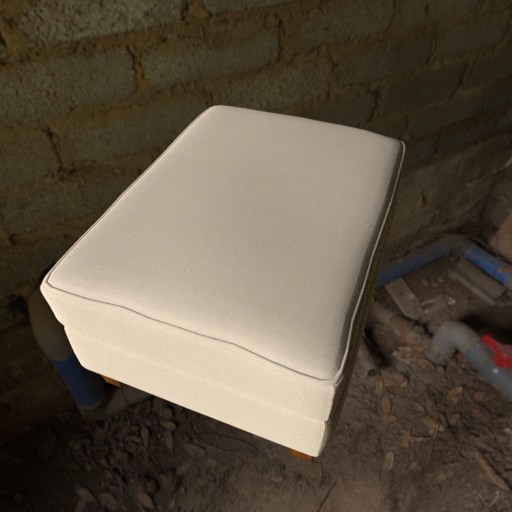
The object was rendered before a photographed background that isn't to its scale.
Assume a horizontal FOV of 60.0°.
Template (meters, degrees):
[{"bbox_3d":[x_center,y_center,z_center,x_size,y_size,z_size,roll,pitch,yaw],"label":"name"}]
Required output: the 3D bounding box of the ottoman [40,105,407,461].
[{"bbox_3d":[0.000,0.000,1.180,0.634,0.485,0.818,16,48,15],"label":"ottoman"}]
